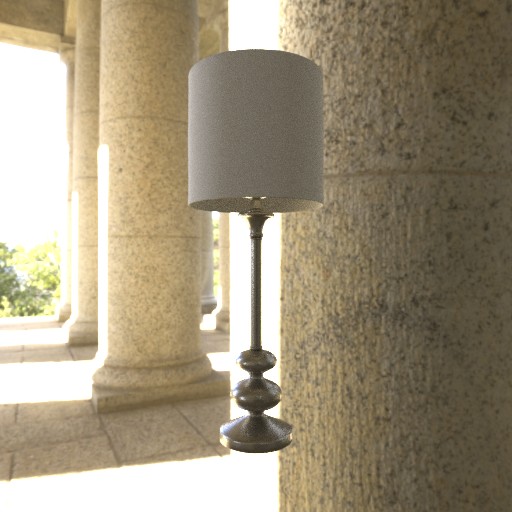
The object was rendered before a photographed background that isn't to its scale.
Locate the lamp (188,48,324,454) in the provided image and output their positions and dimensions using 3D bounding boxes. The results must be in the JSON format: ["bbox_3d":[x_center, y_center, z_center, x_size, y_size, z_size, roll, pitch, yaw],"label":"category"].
[{"bbox_3d":[0.000,0.000,0.837,0.254,0.690,0.254,0,-1,34],"label":"lamp"}]
